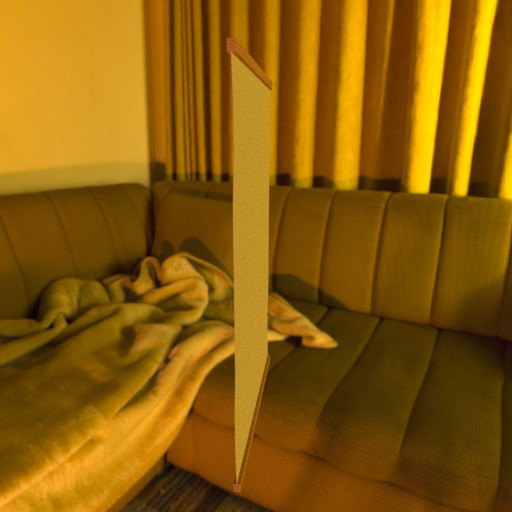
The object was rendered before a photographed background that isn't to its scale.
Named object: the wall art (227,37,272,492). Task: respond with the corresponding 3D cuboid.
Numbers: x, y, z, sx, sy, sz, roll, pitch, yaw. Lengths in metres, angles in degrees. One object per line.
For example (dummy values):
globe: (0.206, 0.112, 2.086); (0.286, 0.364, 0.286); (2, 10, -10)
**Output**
wall art: (0.000, 0.000, 1.913); (0.025, 1.521, 1.011); (2, 15, 8)
